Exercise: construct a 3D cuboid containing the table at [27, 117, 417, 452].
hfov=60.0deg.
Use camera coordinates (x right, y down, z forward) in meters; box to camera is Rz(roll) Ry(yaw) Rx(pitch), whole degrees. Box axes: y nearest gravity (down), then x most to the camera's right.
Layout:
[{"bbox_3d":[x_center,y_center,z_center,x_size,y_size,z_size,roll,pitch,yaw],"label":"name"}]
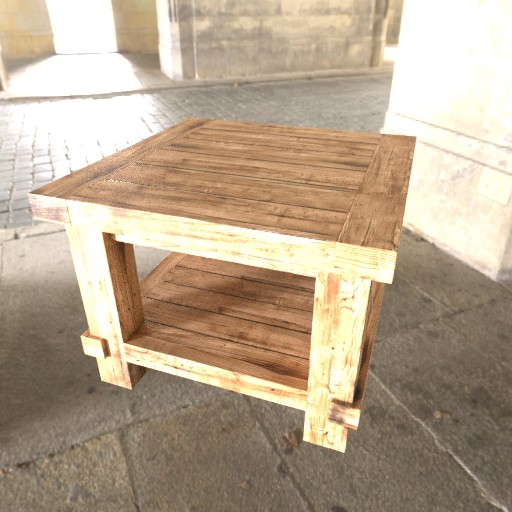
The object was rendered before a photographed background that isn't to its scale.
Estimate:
[{"bbox_3d":[0.000,0.000,1.027,0.610,0.457,0.610,10,31,17],"label":"table"}]
